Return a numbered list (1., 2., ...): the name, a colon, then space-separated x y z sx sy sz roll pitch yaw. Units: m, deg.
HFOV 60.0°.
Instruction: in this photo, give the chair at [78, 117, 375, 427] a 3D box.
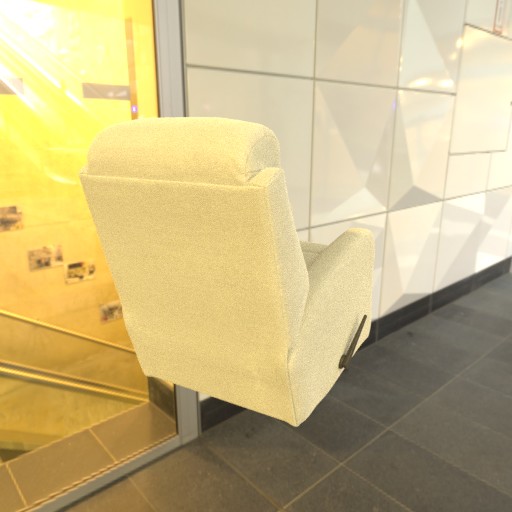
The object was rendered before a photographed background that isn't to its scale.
1. chair: 0.000 0.000 1.726 0.798 1.013 1.043 9 18 28
